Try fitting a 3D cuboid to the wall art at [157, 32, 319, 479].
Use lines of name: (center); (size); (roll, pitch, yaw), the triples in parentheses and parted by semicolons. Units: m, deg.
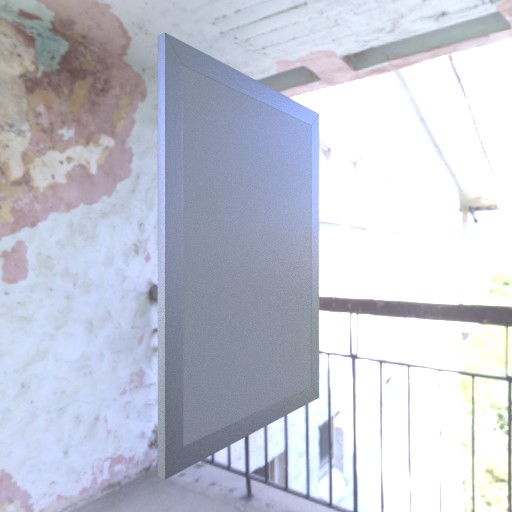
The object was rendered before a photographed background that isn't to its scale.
wall art: (0.000, 0.000, 0.678); (0.013, 0.529, 0.376); (0, 0, 37)
